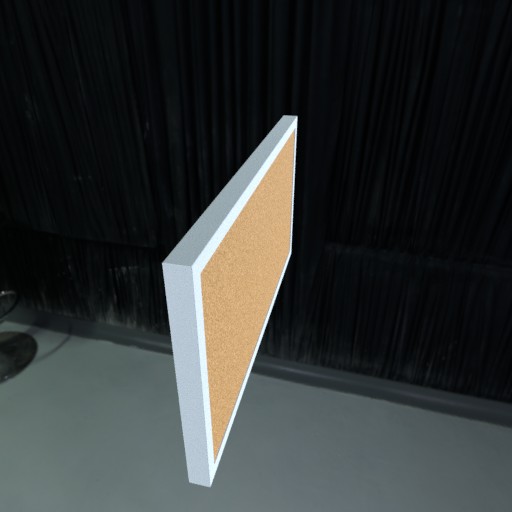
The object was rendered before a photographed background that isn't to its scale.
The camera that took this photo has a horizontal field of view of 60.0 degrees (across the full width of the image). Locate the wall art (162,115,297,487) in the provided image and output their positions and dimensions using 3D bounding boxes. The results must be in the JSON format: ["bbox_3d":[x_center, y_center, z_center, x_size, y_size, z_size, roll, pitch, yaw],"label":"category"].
[{"bbox_3d":[0.000,0.000,0.978,0.038,0.431,0.812,7,31,12],"label":"wall art"}]
